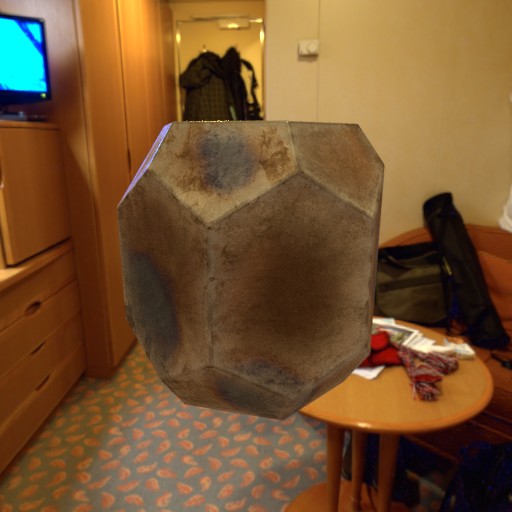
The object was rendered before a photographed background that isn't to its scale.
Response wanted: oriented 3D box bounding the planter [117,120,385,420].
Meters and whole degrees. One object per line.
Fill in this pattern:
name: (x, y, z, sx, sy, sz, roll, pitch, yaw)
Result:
planter: (0.000, 0.000, 0.418, 0.221, 0.238, 0.243, -14, 20, -43)
